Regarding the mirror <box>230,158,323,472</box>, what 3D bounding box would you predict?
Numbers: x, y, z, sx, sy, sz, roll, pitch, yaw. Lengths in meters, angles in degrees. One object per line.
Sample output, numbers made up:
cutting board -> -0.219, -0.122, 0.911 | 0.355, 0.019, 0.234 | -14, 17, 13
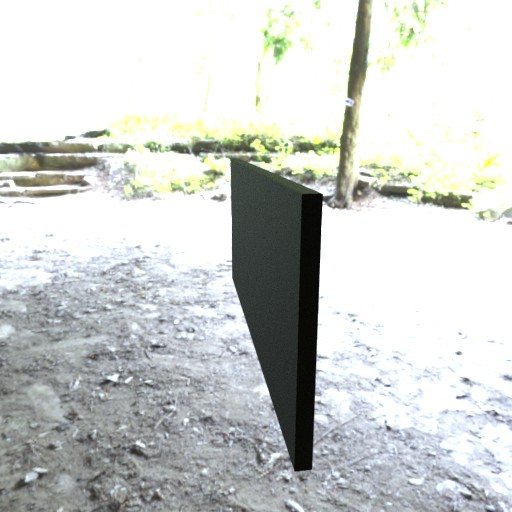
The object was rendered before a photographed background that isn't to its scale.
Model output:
mirror -> 0.000, 0.000, 1.773 | 0.047, 0.692, 1.584 | -2, 15, -8
